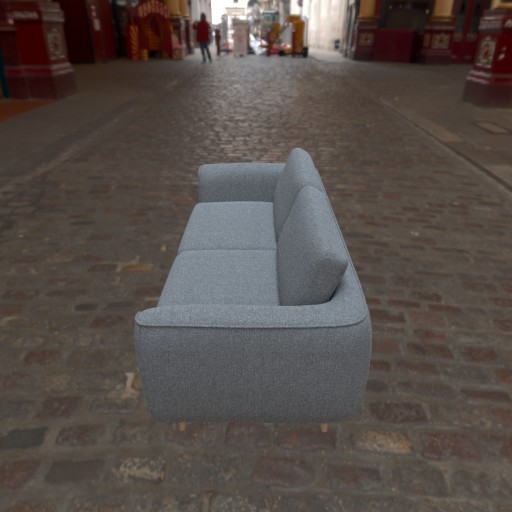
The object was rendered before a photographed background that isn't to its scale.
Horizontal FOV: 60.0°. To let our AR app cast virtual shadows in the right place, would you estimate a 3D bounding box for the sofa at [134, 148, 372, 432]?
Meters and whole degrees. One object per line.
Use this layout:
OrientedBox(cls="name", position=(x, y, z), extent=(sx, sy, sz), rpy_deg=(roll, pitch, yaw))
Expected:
OrientedBox(cls="sofa", position=(0.000, 0.000, 2.470), extent=(0.920, 0.870, 2.000), rpy_deg=(0, 28, 1))
